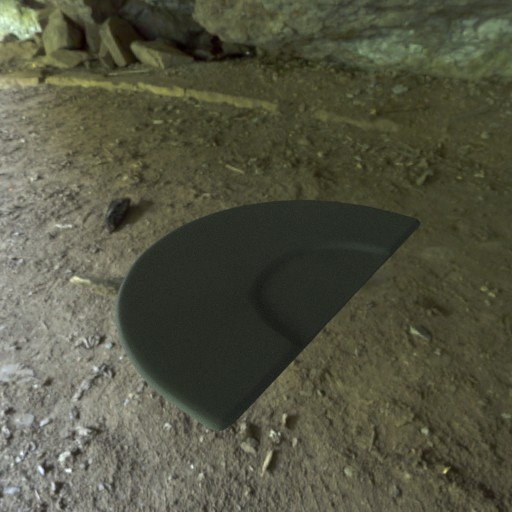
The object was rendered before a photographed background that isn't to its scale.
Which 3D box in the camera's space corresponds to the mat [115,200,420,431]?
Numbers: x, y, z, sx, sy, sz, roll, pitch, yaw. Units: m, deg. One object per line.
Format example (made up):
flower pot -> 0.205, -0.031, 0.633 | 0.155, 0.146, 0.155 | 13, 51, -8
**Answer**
mat -> 0.000, 0.000, 1.883 | 0.917, 0.022, 1.525 | 21, 37, 31
